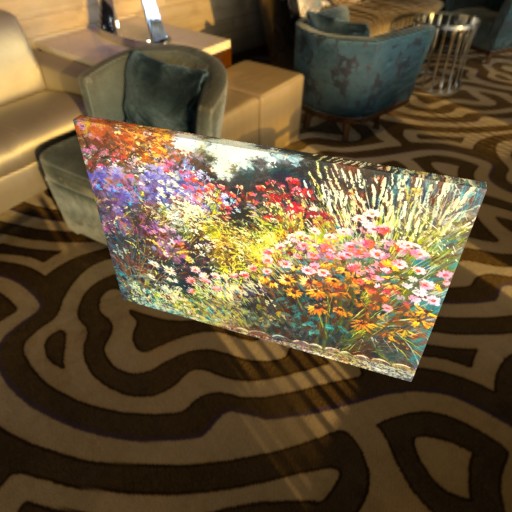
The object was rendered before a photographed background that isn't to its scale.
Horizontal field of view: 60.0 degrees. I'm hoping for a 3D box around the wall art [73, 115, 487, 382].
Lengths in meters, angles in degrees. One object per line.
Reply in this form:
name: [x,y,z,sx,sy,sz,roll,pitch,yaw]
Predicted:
wall art: [0.000,0.000,1.420,1.136,0.760,0.042,13,42,15]
